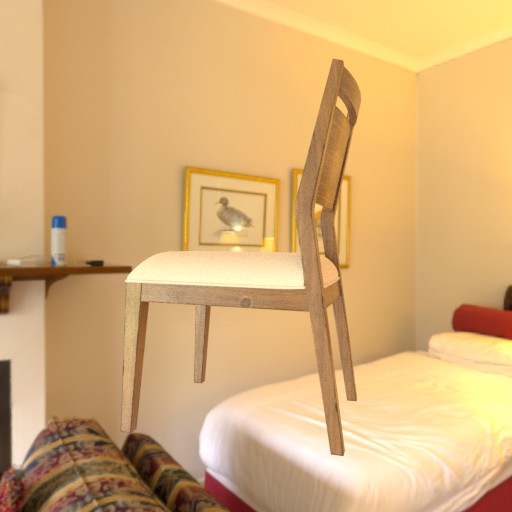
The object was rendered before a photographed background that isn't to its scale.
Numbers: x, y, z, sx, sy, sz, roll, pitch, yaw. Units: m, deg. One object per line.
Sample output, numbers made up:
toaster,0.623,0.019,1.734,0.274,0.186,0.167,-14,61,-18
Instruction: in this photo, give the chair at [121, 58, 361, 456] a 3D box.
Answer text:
chair,0.000,0.000,1.329,0.610,0.939,0.497,0,1,17
